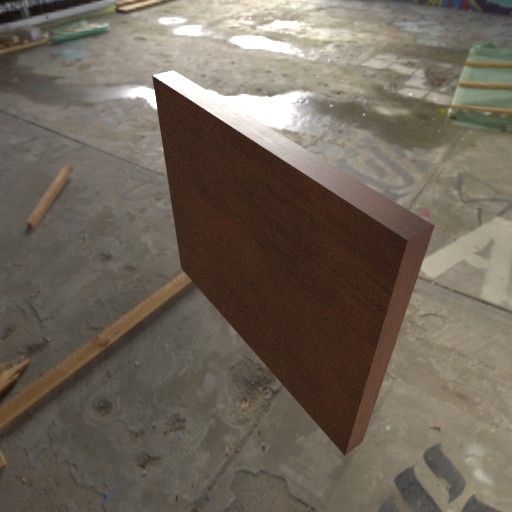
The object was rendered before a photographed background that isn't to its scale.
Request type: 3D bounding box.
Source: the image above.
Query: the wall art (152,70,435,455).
[{"bbox_3d":[0.000,0.000,0.544,0.030,0.328,0.401,-25,47,-26],"label":"wall art"}]
